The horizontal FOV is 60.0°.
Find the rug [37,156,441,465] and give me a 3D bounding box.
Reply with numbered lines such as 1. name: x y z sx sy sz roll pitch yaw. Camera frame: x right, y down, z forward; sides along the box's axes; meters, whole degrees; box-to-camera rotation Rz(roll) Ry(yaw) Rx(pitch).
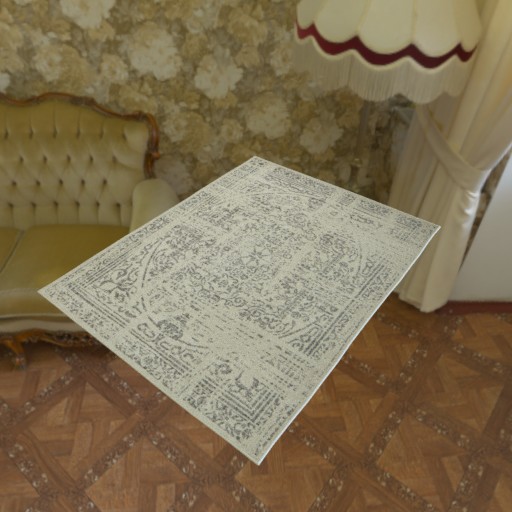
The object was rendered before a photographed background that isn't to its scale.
1. rug: 0.000 0.000 3.976 2.311 0.032 2.921 27 48 28
